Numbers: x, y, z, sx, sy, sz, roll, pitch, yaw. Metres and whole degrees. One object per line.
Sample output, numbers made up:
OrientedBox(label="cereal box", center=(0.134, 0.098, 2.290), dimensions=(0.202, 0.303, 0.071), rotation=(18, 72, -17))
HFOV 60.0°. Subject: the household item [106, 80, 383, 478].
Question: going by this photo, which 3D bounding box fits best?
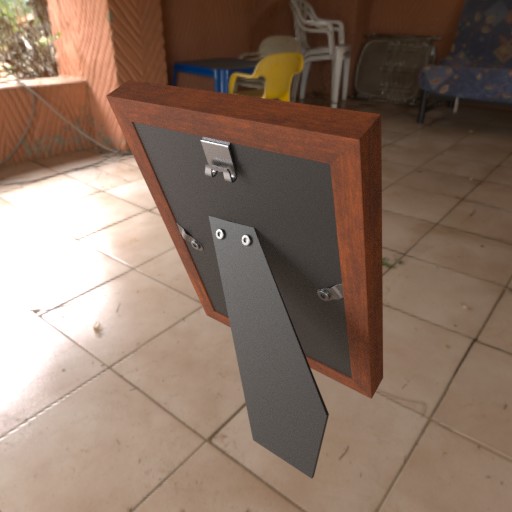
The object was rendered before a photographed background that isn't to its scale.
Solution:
OrientedBox(label="household item", center=(0.000, 0.000, 0.286), dimensions=(0.160, 0.204, 0.096), rotation=(21, 35, 32))
